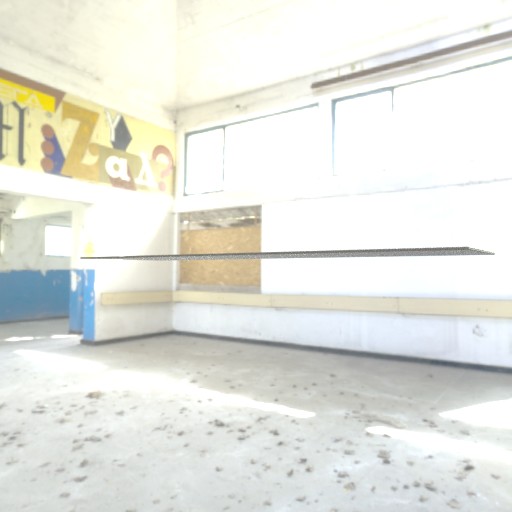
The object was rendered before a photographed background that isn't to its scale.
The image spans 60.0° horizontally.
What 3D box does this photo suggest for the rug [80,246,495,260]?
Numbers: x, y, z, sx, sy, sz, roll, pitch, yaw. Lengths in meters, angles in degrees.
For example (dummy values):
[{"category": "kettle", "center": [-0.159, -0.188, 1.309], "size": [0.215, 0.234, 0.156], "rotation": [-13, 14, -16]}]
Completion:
[{"category": "rug", "center": [0.000, 0.000, 1.976], "size": [1.827, 0.012, 0.553], "rotation": [-1, -2, 35]}]
